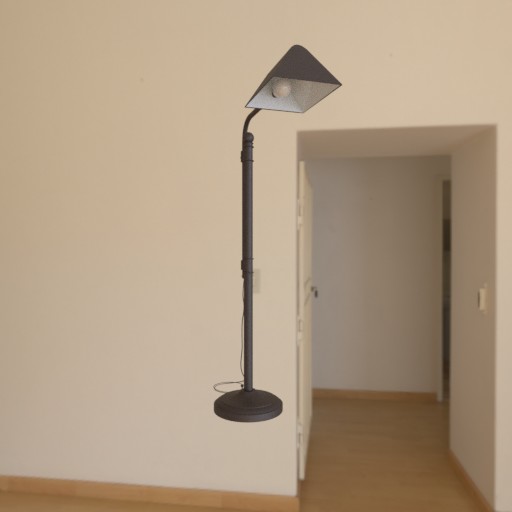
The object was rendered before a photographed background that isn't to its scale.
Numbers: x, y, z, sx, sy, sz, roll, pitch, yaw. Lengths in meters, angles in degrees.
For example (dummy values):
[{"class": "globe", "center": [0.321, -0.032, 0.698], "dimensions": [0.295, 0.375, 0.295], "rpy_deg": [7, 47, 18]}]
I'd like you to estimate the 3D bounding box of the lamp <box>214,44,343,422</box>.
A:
[{"class": "lamp", "center": [0.000, 0.000, 0.961], "dimensions": [0.159, 0.708, 0.545], "rpy_deg": [0, 1, -18]}]
